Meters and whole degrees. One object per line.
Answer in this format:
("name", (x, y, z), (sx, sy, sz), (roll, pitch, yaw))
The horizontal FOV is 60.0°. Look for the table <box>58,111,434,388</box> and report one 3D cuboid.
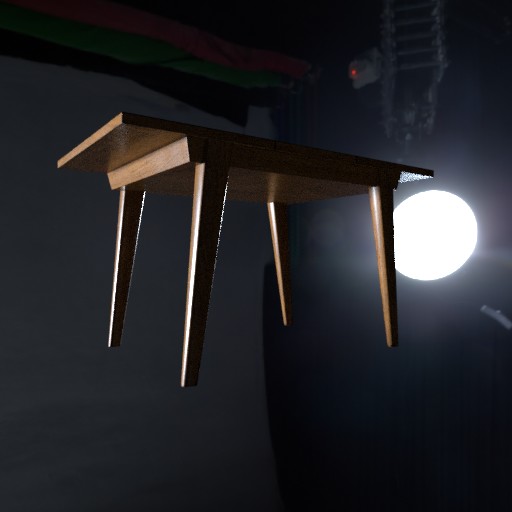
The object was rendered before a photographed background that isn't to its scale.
("table", (0.000, 0.000, 1.868), (1.400, 0.760, 0.757), (0, 0, -36))
